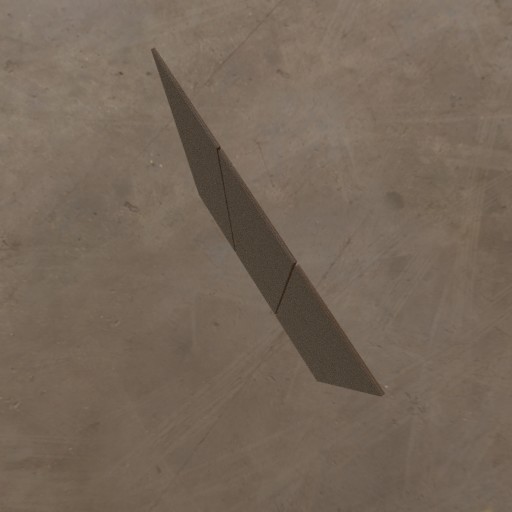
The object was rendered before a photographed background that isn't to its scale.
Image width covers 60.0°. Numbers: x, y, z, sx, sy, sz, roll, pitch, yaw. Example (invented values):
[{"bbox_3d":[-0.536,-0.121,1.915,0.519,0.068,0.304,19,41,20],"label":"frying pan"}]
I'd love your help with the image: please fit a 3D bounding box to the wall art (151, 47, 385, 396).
[{"bbox_3d":[0.000,0.000,1.840,0.013,1.216,1.216,-31,78,-7],"label":"wall art"}]
